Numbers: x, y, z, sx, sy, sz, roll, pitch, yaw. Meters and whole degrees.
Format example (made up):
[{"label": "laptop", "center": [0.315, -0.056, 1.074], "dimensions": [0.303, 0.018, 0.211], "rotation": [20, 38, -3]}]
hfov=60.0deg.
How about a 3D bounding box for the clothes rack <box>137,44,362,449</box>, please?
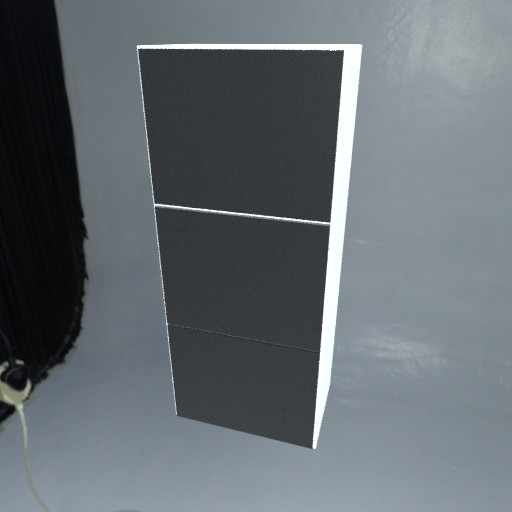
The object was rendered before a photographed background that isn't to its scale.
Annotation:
[{"label": "clothes rack", "center": [0.000, 0.000, 1.383], "dimensions": [0.500, 1.187, 0.330], "rotation": [8, 27, 15]}]
